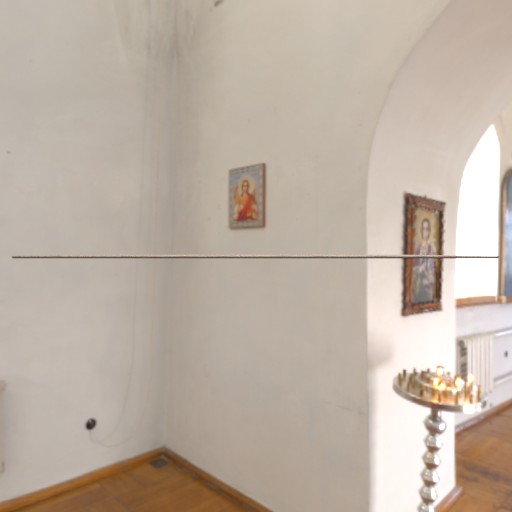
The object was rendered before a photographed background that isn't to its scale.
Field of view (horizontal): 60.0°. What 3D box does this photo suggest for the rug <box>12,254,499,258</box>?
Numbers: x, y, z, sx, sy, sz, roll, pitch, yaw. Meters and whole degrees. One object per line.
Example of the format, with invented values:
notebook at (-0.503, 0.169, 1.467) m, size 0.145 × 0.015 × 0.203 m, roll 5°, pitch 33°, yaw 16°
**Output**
rug at (0.000, 0.000, 2.270) m, size 1.829 × 0.008 × 1.219 m, roll 0°, pitch 0°, yaw 1°
